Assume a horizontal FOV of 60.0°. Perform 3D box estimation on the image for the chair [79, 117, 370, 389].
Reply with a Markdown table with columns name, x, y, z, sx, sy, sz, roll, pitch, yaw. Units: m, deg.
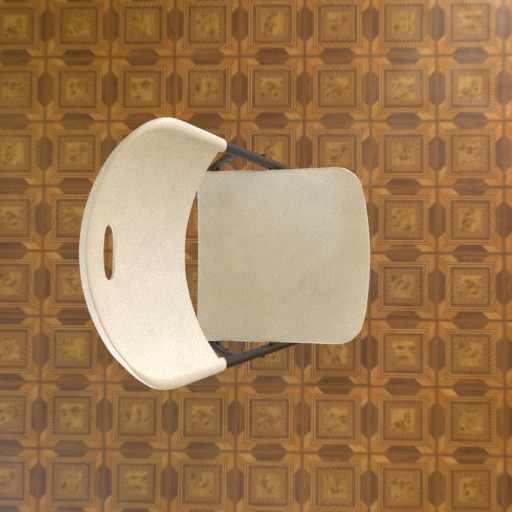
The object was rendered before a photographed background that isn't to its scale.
| name | x | y | z | sx | sy | sz | roll | pitch | yaw |
| --- | --- | --- | --- | --- | --- | --- | --- | --- | --- |
| chair | 0.000 | 0.000 | 1.124 | 0.566 | 0.810 | 0.494 | 0 | 89 | 2 |
